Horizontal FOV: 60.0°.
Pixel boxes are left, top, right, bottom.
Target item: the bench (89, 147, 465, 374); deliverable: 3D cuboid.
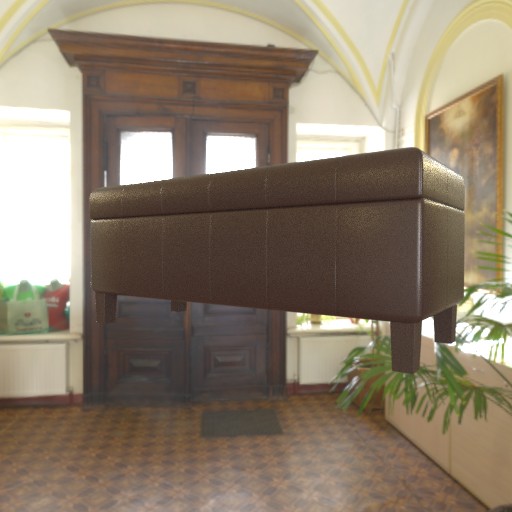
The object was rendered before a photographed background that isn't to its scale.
[{"bbox_3d":[0.000,0.000,1.347,1.092,0.457,0.429,1,1,36],"label":"bench"}]
